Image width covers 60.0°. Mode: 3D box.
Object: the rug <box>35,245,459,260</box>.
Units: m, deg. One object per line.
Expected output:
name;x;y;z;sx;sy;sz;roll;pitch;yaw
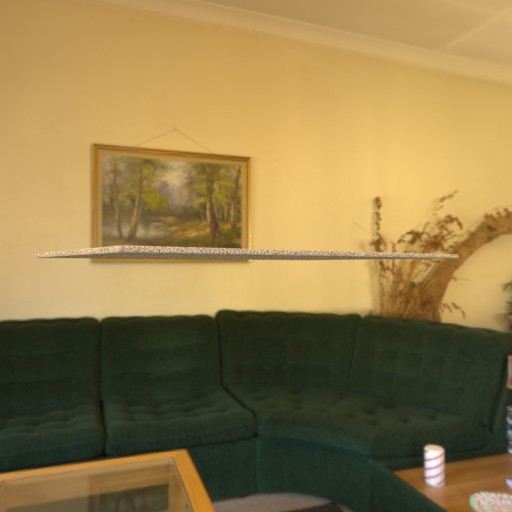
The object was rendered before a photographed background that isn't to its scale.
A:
rug;0.000;0.000;2.990;2.438;0.030;1.524;1;-1;-37
